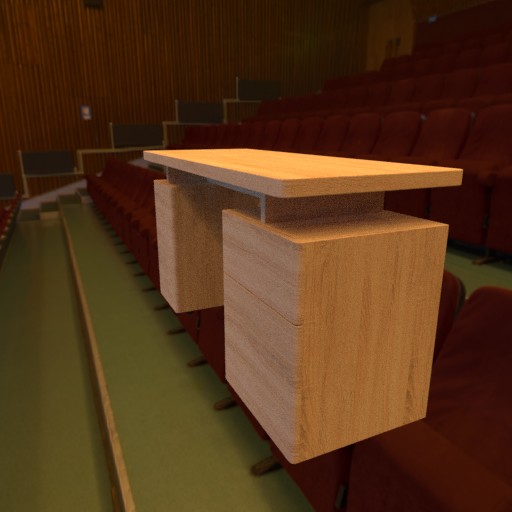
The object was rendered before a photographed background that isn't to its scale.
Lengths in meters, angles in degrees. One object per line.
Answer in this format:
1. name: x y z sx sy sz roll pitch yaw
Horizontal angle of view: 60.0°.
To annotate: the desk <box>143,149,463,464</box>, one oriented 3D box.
1. desk: 0.000 0.000 1.747 0.550 0.760 1.400 -7 18 -24
